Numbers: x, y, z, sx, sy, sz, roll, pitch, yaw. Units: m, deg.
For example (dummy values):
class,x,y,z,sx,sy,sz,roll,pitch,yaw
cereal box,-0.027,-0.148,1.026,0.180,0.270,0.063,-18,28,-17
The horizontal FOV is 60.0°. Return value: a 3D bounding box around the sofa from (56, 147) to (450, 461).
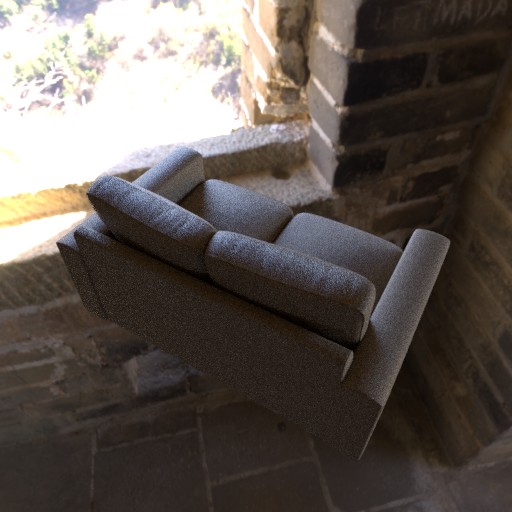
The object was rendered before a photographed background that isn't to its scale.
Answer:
class,x,y,z,sx,sy,sz,roll,pitch,yaw
sofa,0.000,0.000,2.196,1.616,0.873,1.016,23,50,21
